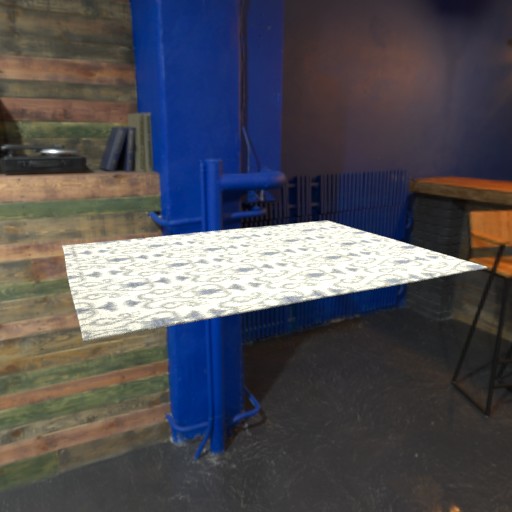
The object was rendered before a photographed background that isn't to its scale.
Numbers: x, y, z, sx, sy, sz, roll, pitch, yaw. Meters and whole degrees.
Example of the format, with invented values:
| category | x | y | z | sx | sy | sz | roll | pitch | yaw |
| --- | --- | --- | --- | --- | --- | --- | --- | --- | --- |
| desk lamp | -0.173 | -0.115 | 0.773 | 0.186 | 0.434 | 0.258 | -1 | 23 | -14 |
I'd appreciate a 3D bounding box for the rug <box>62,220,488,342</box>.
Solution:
| category | x | y | z | sx | sy | sz | roll | pitch | yaw |
| --- | --- | --- | --- | --- | --- | --- | --- | --- | --- |
| rug | 0.000 | 0.000 | 2.880 | 2.261 | 0.013 | 1.676 | -7 | 17 | -25 |
